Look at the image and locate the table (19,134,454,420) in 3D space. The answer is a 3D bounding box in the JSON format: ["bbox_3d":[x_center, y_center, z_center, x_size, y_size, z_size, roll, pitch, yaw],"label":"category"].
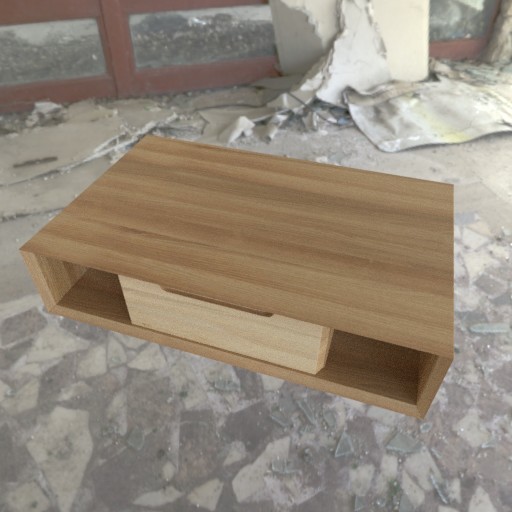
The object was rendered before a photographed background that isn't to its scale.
[{"bbox_3d":[0.000,0.000,1.408,1.100,0.330,0.700,12,43,14],"label":"table"}]
